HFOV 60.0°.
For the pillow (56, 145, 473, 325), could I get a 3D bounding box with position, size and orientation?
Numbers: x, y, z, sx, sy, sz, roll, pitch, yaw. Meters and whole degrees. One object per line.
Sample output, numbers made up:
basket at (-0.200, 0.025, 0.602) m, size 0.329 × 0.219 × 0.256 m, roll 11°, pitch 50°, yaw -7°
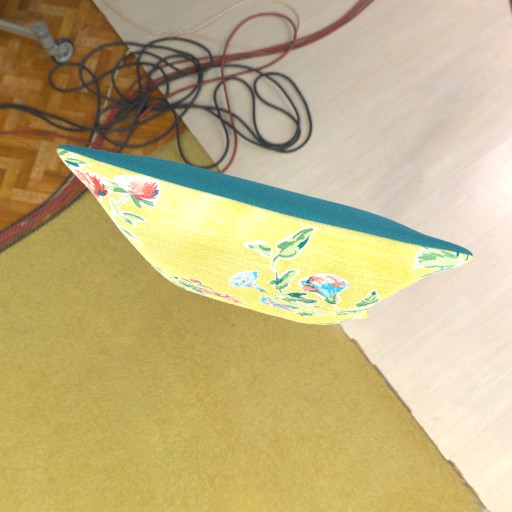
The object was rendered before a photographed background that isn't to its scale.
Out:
pillow at (0.000, 0.000, 0.777) m, size 0.525 × 0.508 × 0.166 m, roll 15°, pitch 76°, yaw 4°
